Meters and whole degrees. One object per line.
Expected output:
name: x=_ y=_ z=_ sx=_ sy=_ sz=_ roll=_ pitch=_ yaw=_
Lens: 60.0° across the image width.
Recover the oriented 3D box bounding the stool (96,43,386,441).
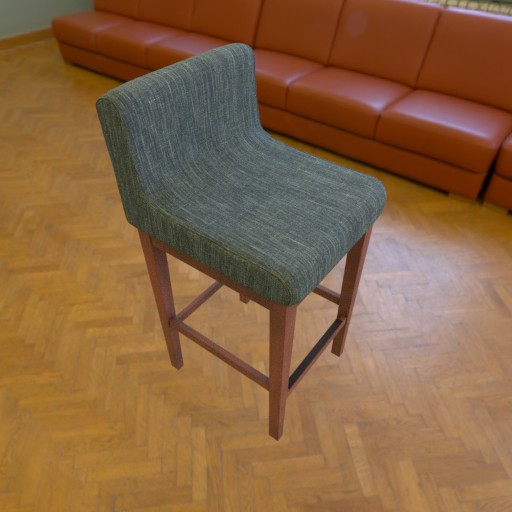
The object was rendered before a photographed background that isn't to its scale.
stool: x=0.000 y=0.000 z=1.081 sx=0.459 sy=0.835 sz=0.395 roll=27 pitch=48 yaw=27
